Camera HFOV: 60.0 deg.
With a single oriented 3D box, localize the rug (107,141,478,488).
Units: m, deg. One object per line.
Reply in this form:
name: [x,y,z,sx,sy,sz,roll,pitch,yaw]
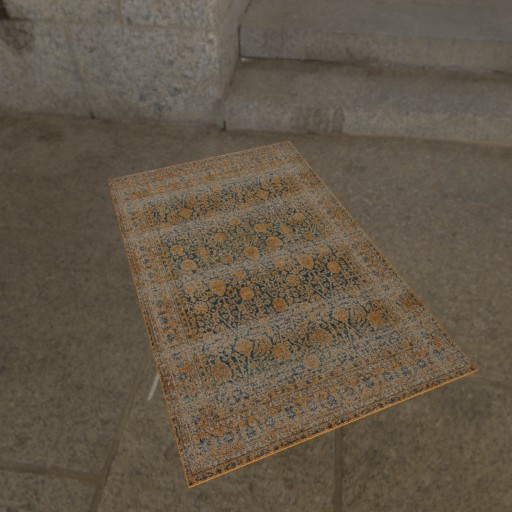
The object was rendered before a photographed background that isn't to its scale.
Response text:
rug: [0.000,0.000,2.827,1.525,0.007,2.336,-16,48,-15]
